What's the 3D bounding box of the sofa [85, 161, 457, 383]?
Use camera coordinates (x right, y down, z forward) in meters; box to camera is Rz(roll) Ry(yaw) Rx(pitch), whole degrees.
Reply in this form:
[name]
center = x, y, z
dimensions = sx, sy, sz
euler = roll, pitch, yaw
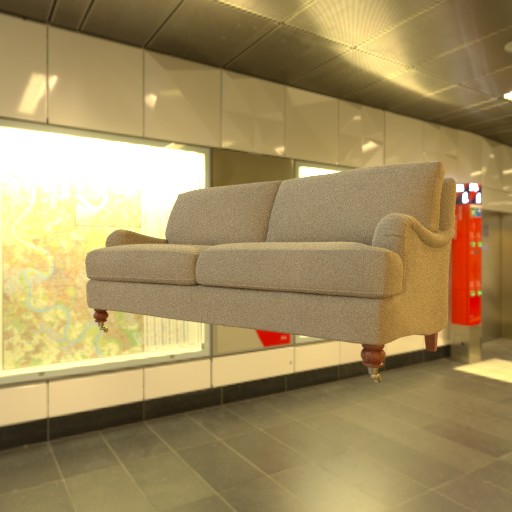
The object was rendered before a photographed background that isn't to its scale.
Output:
[sofa]
center = 0.000, 0.000, 2.659
dimensions = 2.070, 0.997, 1.091
euler = 0, 0, 38
